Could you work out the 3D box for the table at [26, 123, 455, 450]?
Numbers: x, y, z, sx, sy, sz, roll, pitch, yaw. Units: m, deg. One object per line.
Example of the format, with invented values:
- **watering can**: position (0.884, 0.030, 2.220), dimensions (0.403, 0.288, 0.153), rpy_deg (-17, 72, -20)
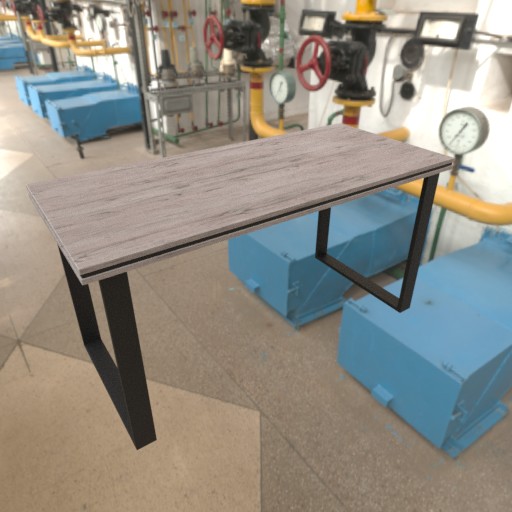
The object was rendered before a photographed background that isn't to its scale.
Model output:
- **table**: position (0.000, 0.000, 2.222), dimensions (1.778, 0.899, 0.795), rpy_deg (-19, 36, -29)
